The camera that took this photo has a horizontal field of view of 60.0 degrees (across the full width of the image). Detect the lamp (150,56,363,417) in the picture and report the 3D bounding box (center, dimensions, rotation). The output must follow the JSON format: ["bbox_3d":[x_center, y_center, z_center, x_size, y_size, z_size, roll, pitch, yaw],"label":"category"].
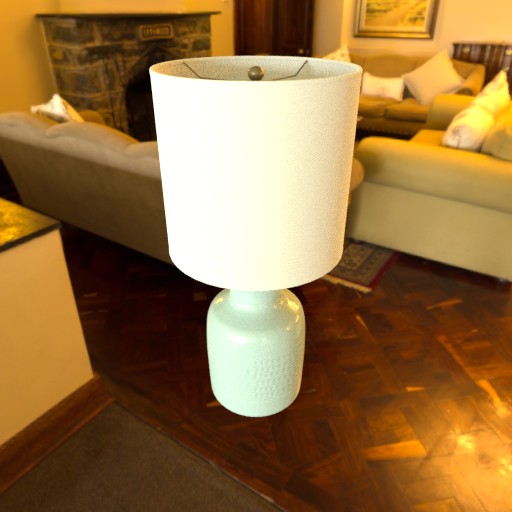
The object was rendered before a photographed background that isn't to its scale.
[{"bbox_3d":[0.000,0.000,1.099,0.418,0.871,0.418,-8,30,-13],"label":"lamp"}]
